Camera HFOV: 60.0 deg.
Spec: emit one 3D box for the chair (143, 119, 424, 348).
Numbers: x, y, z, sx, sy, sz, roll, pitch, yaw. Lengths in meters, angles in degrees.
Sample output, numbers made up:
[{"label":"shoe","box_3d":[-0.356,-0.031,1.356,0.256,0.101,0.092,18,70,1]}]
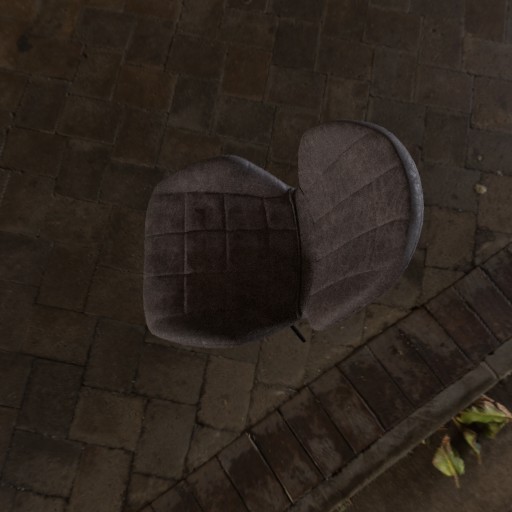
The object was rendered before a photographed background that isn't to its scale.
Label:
[{"label":"chair","box_3d":[0.000,0.000,1.282,0.640,0.934,0.527,-2,76,0]}]
